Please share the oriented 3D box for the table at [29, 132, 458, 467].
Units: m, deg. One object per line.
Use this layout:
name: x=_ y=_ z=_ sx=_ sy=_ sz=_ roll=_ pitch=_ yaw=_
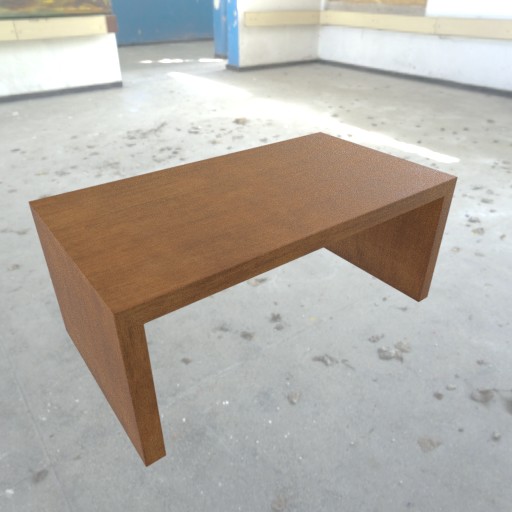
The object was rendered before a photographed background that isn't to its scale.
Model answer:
table: x=0.000 y=0.000 z=1.277 sx=1.000 sy=0.419 sz=0.549 roll=-22 pitch=38 yaw=-31
